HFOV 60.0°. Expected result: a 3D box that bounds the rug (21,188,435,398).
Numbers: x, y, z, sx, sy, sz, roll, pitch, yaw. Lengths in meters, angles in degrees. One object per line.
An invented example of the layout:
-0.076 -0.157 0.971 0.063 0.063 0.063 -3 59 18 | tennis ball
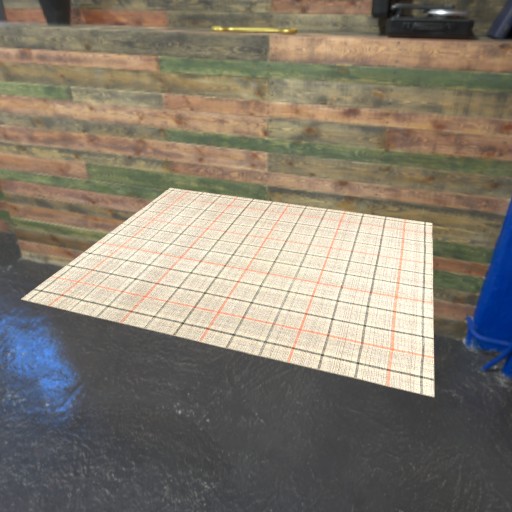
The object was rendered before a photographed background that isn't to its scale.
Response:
0.000 0.000 4.030 3.048 0.012 2.444 10 32 16 | rug
